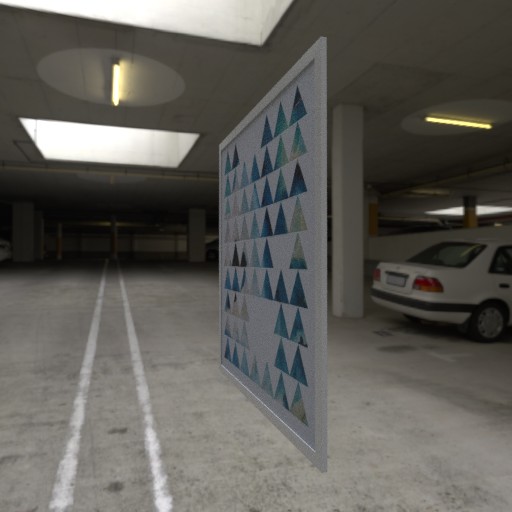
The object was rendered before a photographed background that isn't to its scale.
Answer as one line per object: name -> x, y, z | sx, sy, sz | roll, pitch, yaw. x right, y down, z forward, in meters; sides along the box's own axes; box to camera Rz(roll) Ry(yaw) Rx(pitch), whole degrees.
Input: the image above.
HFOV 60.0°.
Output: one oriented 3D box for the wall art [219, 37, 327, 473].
wall art -> 0.000, 0.000, 0.681 | 0.007, 0.456, 0.456 | 0, -1, -18
